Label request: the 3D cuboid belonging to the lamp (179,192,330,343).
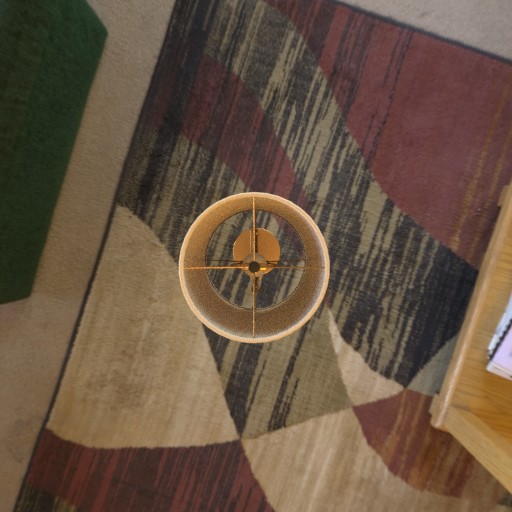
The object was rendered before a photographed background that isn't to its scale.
[{"bbox_3d":[0.000,0.000,1.644,0.305,1.500,0.306,0,92,0],"label":"lamp"}]
